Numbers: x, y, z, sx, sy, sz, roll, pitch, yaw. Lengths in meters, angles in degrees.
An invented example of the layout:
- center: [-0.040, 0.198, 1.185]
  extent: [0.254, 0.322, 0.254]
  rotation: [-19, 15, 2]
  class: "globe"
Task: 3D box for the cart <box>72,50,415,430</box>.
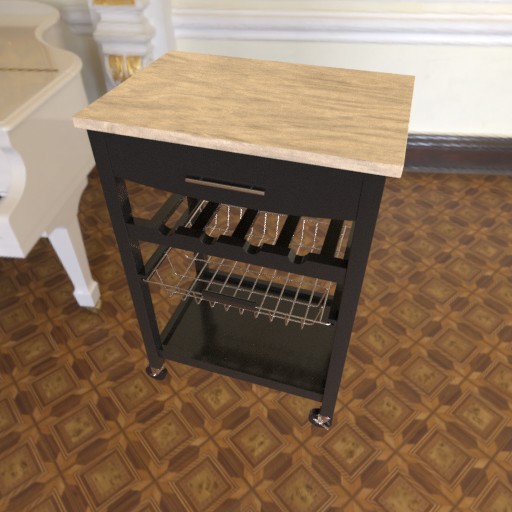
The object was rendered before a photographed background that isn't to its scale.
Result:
- center: [0.000, 0.000, 1.141]
  extent: [0.584, 0.839, 0.403]
  rotation: [12, 43, 13]
  class: "cart"
